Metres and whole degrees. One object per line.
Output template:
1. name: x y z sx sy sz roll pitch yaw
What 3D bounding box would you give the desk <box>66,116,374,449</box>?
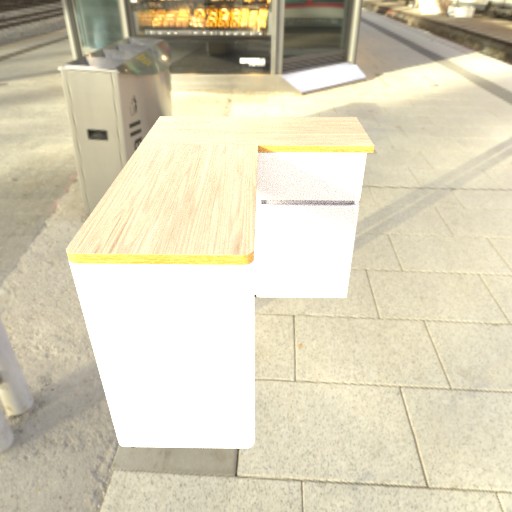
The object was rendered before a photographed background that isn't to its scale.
1. desk: 0.000 0.000 1.740 0.900 0.760 1.170 0 33 1
